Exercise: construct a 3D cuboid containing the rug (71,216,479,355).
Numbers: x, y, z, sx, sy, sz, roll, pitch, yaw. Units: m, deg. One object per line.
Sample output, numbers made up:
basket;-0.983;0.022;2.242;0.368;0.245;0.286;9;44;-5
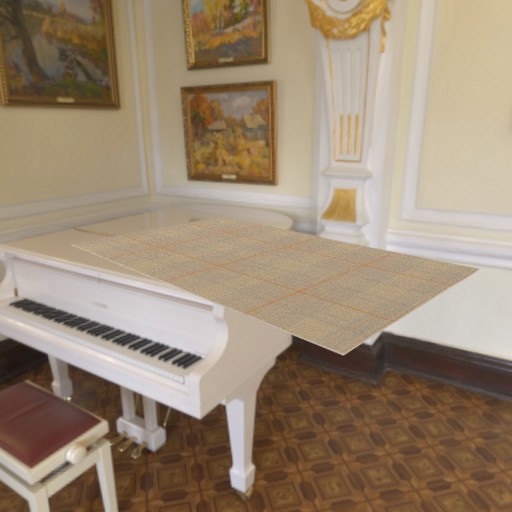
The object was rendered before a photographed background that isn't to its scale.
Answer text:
rug;0.000;0.000;3.076;2.442;0.016;1.527;15;22;42
